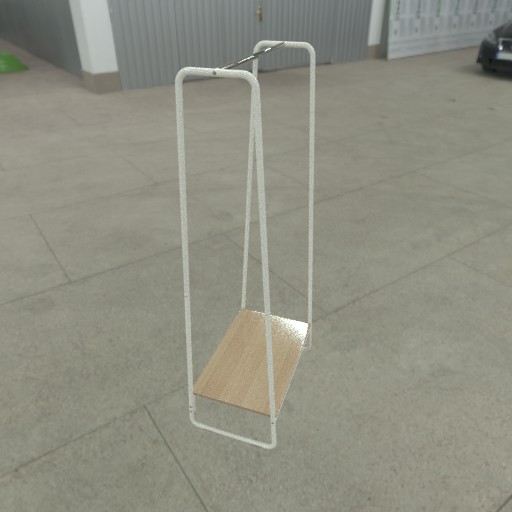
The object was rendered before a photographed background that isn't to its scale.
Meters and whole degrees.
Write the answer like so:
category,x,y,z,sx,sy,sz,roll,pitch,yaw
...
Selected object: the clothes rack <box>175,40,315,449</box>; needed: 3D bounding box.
category,x,y,z,sx,sy,sz,roll,pitch,yaw
clothes rack,0.000,0.000,1.784,0.400,1.500,0.640,11,34,17
